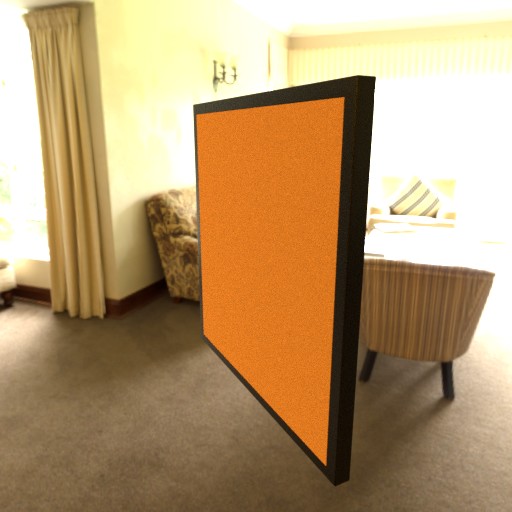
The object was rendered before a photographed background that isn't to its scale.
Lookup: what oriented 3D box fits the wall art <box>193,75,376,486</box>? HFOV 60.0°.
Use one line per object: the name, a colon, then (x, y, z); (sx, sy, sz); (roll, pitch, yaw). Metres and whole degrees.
wall art: (0.000, 0.000, 1.109); (0.038, 0.761, 0.755); (-8, 17, -26)
